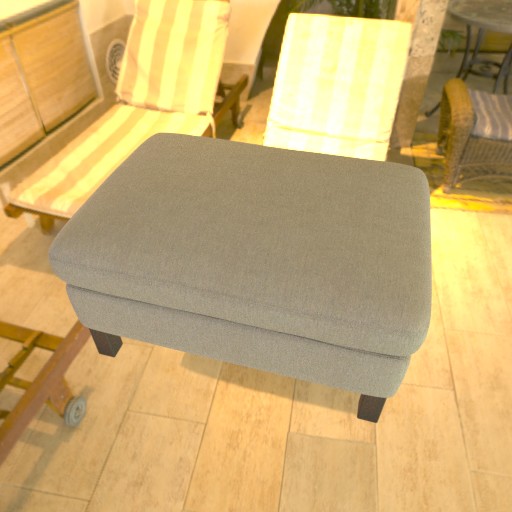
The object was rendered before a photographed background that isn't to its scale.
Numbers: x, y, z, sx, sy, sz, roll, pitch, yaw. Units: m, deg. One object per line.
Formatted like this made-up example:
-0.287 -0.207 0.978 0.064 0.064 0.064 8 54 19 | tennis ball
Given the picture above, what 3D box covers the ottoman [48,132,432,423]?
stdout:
0.000 0.000 1.047 0.735 0.404 0.528 11 44 11 | ottoman
